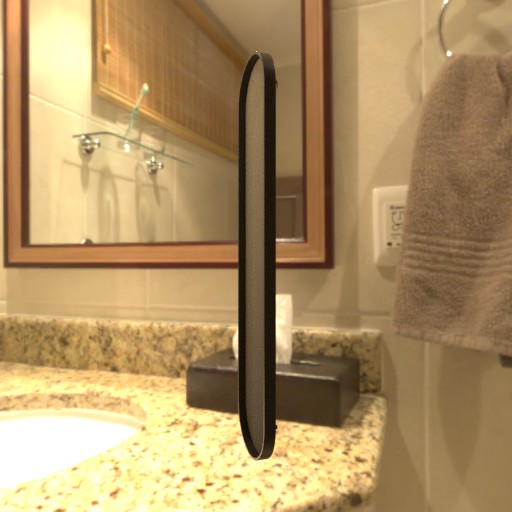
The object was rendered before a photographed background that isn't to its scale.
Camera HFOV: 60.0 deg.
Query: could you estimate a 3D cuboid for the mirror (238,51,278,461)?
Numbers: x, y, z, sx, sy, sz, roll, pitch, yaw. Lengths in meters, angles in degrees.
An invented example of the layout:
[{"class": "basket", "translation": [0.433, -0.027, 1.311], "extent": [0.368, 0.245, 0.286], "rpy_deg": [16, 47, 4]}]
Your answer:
[{"class": "mirror", "translation": [0.000, 0.000, 1.102], "extent": [0.032, 0.991, 0.222], "rpy_deg": [0, 0, -18]}]
